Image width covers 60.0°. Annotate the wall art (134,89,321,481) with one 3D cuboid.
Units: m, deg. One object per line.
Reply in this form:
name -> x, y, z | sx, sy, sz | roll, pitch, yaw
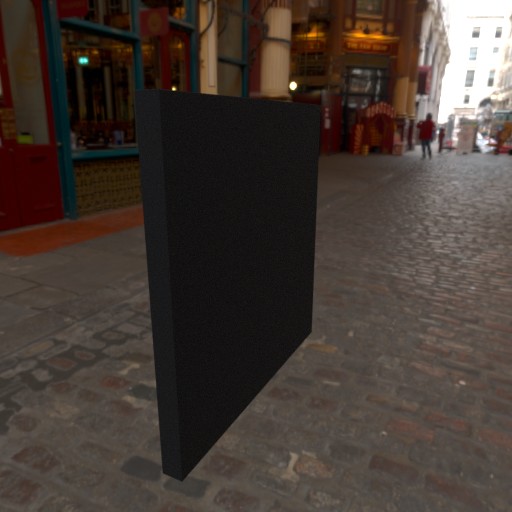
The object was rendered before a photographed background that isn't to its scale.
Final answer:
wall art -> 0.000, 0.000, 0.688 | 0.030, 0.458, 0.462 | 8, 19, 26
